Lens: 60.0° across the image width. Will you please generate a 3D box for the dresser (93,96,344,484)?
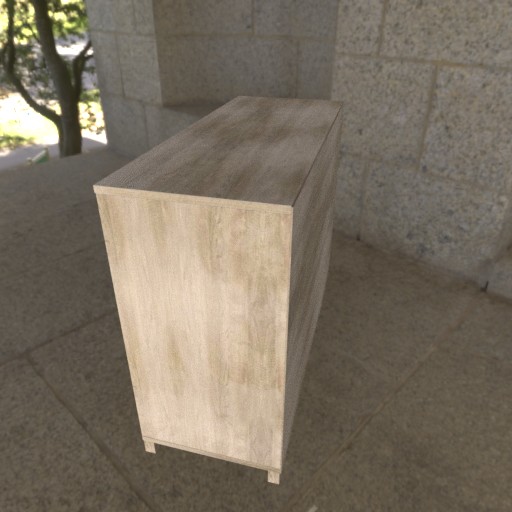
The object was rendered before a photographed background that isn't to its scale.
[{"bbox_3d":[0.000,0.000,1.453,0.404,0.816,0.994,8,31,13],"label":"dresser"}]
